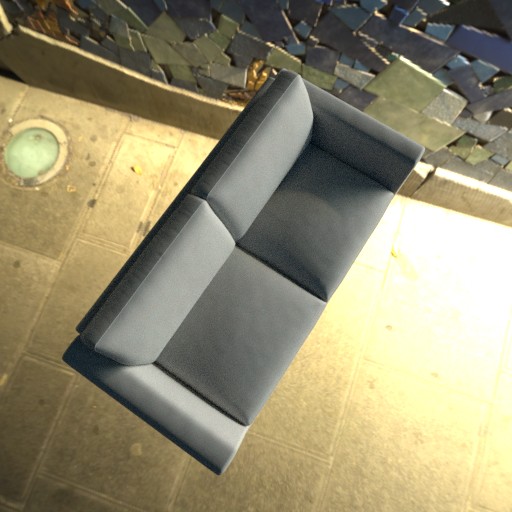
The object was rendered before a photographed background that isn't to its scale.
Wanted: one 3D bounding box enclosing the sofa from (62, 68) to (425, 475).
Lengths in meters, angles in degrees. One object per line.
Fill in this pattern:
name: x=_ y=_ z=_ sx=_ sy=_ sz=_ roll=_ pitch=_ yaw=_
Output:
sofa: x=0.000 y=0.000 z=2.456 sx=0.953 sy=0.875 sz=2.017 roll=33 pitch=77 yaw=8
